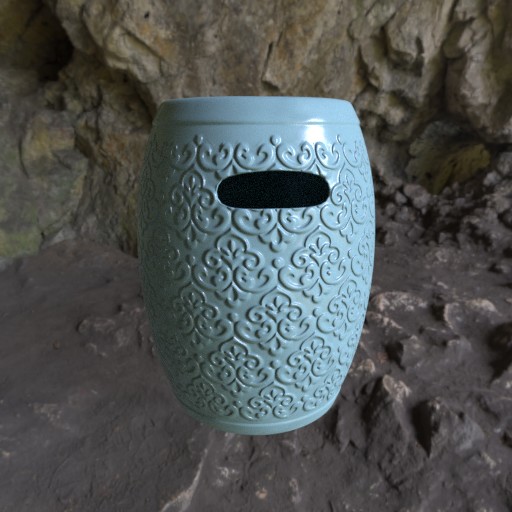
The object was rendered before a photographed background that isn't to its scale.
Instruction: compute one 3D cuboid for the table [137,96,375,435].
[{"bbox_3d":[0.000,0.000,0.602,0.309,0.397,0.309,0,16,0],"label":"table"}]
